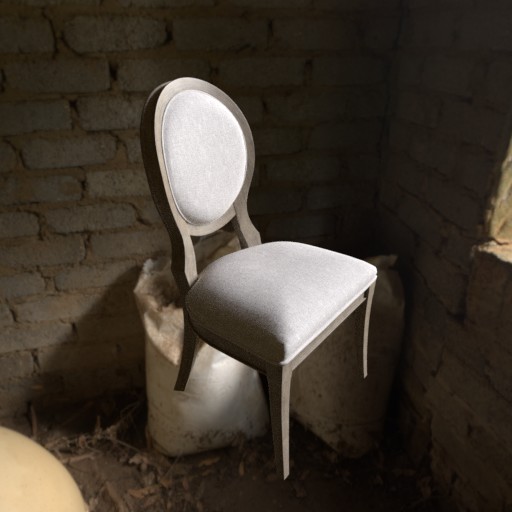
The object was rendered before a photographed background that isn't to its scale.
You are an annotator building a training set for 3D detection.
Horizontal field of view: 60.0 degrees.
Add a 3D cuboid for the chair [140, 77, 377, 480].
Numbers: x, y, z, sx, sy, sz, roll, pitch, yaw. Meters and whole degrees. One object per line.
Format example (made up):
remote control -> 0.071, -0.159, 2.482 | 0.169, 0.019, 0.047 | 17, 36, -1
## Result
chair -> 0.000, 0.000, 1.355 | 0.602, 0.990, 0.558 | 19, 32, 33
